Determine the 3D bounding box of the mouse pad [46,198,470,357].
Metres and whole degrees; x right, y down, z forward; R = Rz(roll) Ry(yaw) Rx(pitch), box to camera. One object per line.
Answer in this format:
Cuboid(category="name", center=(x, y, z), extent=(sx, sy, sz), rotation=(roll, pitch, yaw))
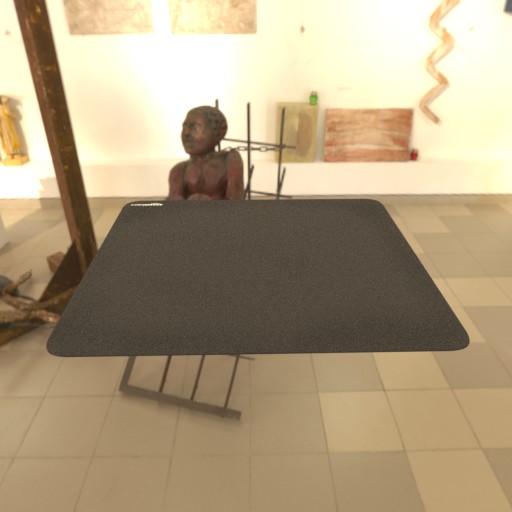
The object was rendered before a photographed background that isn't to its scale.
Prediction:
Cuboid(category="mouse pad", center=(0.000, 0.000, 0.623), extent=(0.451, 0.002, 0.393), rotation=(-1, 31, -1))
